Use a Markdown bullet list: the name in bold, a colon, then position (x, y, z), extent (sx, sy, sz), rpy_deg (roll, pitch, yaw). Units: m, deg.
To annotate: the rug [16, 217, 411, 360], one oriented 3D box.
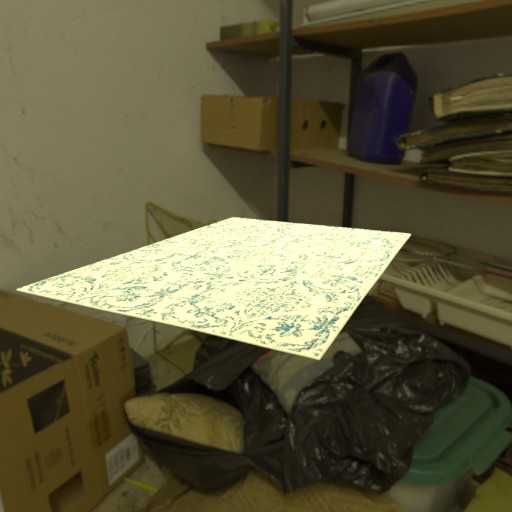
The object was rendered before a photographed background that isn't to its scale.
- **rug**: position (0.000, 0.000, 2.817), extent (1.586, 0.014, 2.197), rpy_deg (8, 17, 25)
